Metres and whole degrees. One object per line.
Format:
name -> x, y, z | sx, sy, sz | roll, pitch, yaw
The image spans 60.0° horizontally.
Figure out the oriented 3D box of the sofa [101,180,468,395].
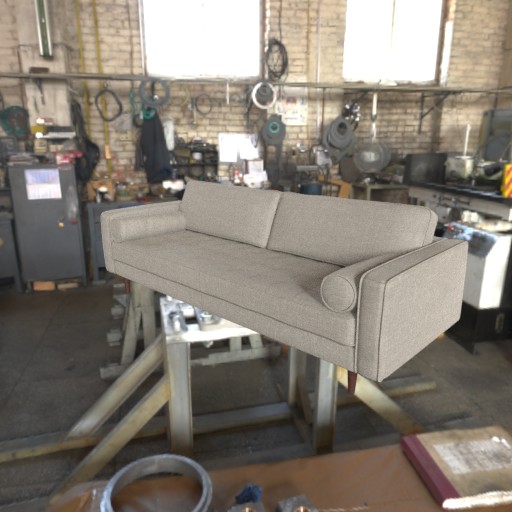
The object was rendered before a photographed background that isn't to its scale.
sofa -> 0.000, 0.000, 2.731 | 2.211, 0.762, 0.914 | 14, 21, 42
